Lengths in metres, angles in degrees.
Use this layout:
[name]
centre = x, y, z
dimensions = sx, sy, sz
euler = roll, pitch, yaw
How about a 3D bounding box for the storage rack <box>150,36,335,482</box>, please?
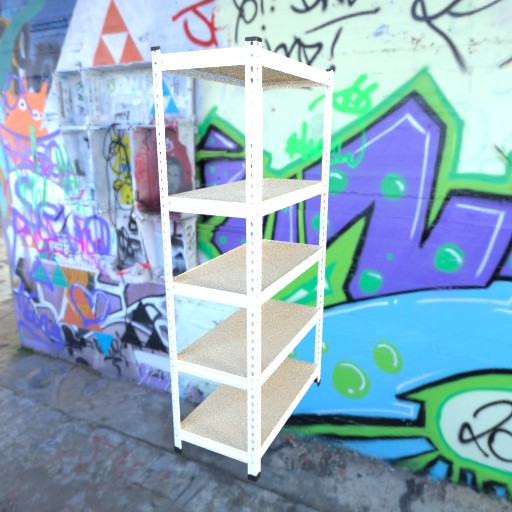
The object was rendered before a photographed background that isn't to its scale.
[storage rack]
centre = 0.000, 0.000, 2.234
dimensions = 0.457, 1.829, 0.914
euler = 8, 17, 25
